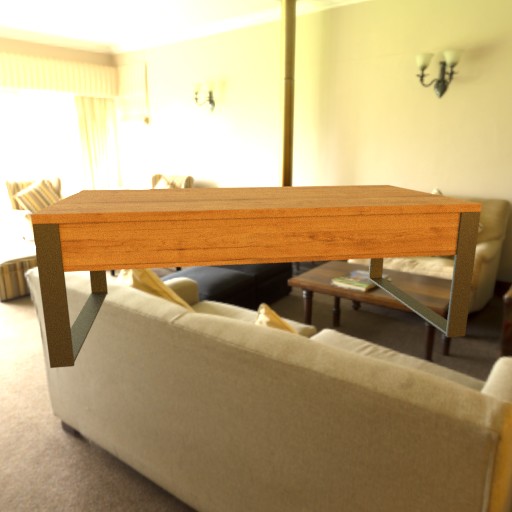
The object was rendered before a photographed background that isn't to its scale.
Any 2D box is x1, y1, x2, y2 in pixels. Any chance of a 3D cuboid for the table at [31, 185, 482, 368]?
[{"bbox_3d":[0.000,0.000,1.474,1.180,0.400,0.590,-2,14,-9],"label":"table"}]
